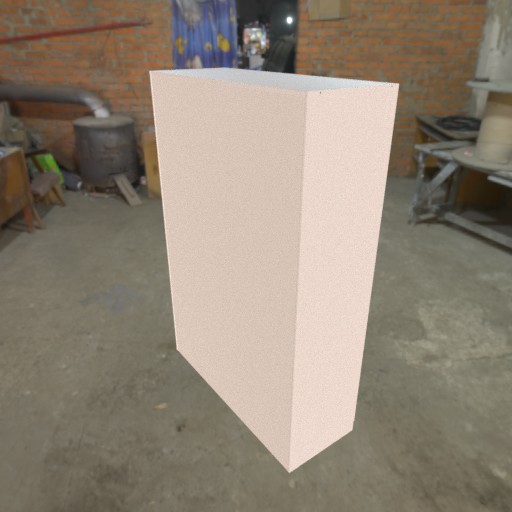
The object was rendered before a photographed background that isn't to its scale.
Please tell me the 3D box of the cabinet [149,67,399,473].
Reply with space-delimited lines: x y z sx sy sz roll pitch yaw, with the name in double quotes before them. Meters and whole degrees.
"cabinet" 0.000 0.000 2.533 0.510 1.910 1.290 -18 32 -32
